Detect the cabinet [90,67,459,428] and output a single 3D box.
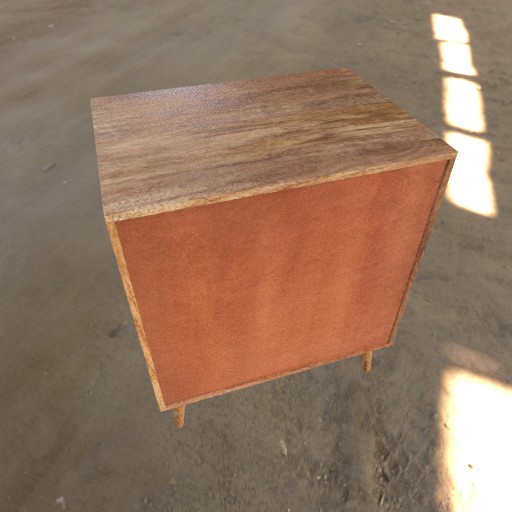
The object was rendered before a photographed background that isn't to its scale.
[{"bbox_3d":[0.000,0.000,1.179,0.647,0.758,0.473,-12,44,-13],"label":"cabinet"}]
